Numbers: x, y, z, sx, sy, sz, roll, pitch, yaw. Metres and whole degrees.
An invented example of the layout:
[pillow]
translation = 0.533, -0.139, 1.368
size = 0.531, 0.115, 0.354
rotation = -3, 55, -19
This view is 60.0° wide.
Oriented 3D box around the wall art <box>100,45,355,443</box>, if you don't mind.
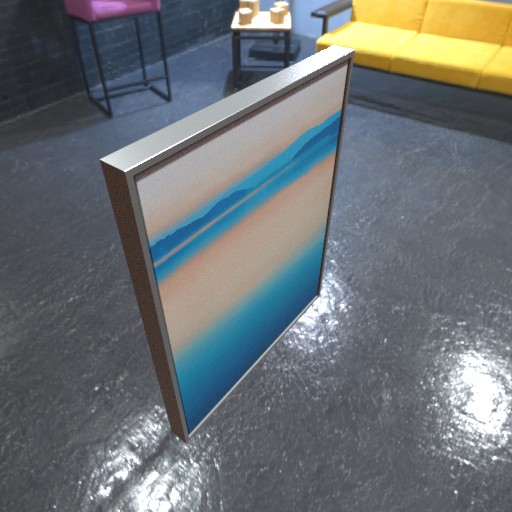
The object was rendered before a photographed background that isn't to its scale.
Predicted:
[wall art]
translation = 0.000, 0.000, 0.743
size = 0.037, 0.554, 0.453
rotation = 27, 49, 27
